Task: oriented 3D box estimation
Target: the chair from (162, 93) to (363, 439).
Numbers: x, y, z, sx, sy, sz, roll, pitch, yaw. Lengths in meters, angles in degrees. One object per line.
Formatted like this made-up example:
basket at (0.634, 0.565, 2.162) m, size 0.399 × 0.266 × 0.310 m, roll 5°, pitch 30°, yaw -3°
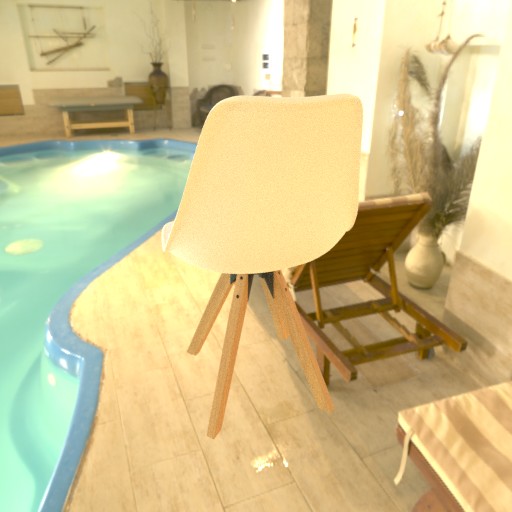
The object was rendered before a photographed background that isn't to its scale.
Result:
chair at (0.000, 0.000, 1.184) m, size 0.485 × 0.849 × 0.550 m, roll -7°, pitch 25°, yaw -15°
